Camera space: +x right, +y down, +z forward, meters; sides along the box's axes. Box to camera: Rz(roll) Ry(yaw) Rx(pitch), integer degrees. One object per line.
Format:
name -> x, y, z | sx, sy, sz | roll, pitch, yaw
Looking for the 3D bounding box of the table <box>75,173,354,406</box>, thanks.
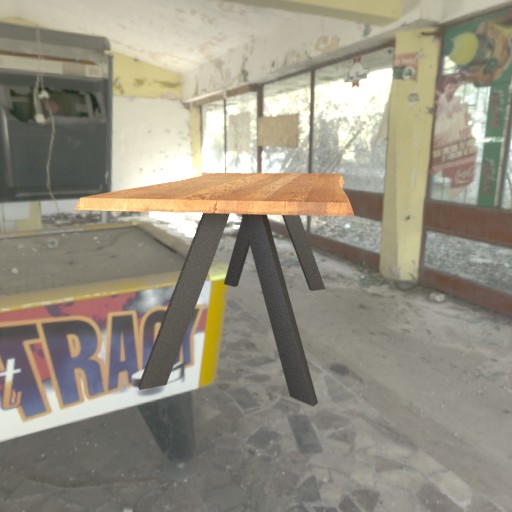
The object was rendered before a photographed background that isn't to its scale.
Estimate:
table -> 0.000, 0.000, 2.316 | 0.900, 0.770, 1.800 | 2, 13, 10
